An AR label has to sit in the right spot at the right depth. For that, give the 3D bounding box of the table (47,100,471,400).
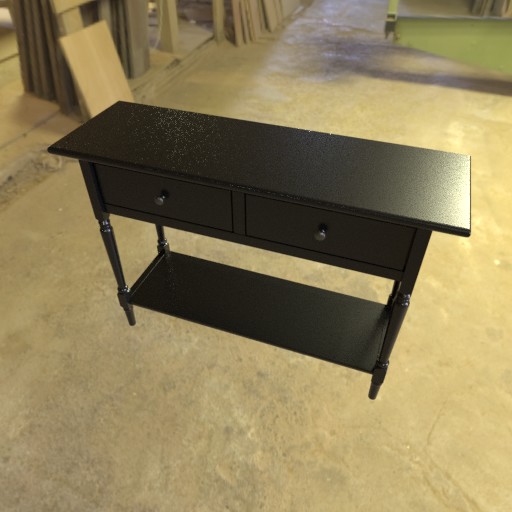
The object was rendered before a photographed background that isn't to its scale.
[{"bbox_3d":[0.000,0.000,1.569,1.191,0.819,0.386,13,43,15],"label":"table"}]
